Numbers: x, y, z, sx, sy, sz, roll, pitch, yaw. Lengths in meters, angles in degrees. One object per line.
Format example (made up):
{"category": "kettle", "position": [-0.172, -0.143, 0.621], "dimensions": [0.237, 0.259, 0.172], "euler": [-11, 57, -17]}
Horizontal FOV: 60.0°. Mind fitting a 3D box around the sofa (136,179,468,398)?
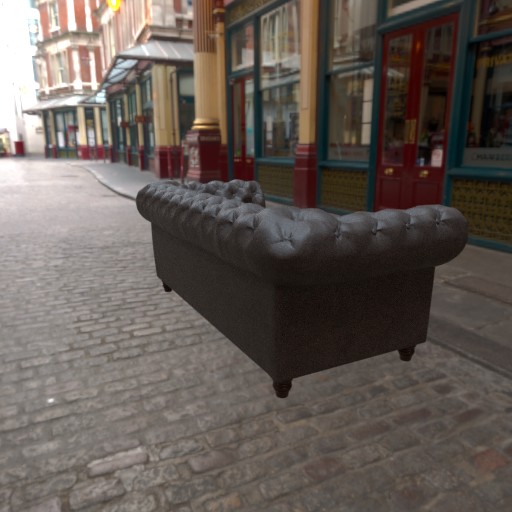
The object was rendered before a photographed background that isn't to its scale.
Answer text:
{"category": "sofa", "position": [0.000, 0.000, 2.544], "dimensions": [0.944, 0.779, 2.048], "euler": [-7, 15, -27]}
